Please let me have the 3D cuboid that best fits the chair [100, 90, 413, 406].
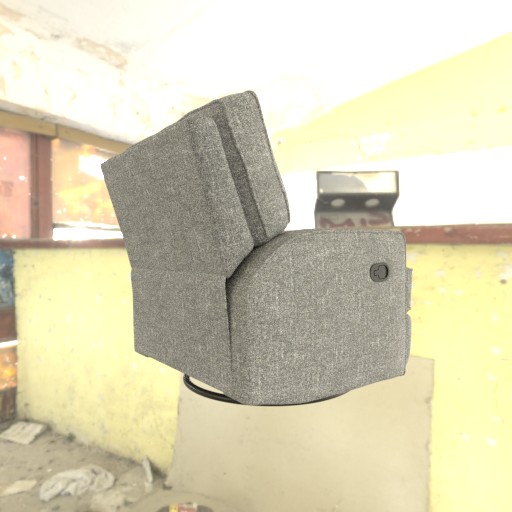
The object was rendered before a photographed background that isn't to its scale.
[{"bbox_3d":[0.000,0.000,1.705,0.964,0.962,0.861,0,0,-36],"label":"chair"}]
